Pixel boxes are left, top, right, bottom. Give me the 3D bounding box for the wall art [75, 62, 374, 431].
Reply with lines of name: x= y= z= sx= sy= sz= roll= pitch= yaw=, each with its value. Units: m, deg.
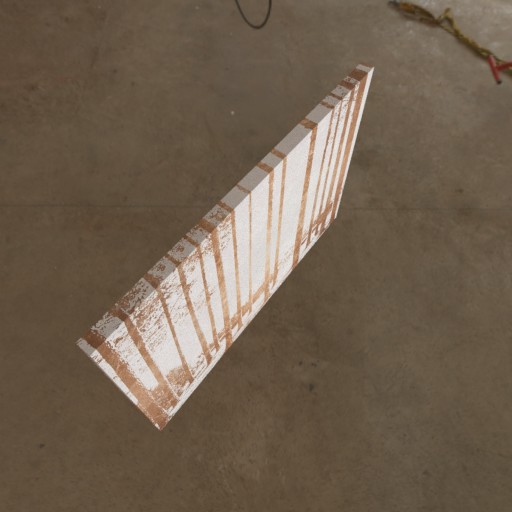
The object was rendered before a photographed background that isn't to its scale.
wall art: x=0.000 y=0.000 z=1.153 sx=0.035 sy=0.609 sz=0.914 roll=33 pitch=63 yaw=19
